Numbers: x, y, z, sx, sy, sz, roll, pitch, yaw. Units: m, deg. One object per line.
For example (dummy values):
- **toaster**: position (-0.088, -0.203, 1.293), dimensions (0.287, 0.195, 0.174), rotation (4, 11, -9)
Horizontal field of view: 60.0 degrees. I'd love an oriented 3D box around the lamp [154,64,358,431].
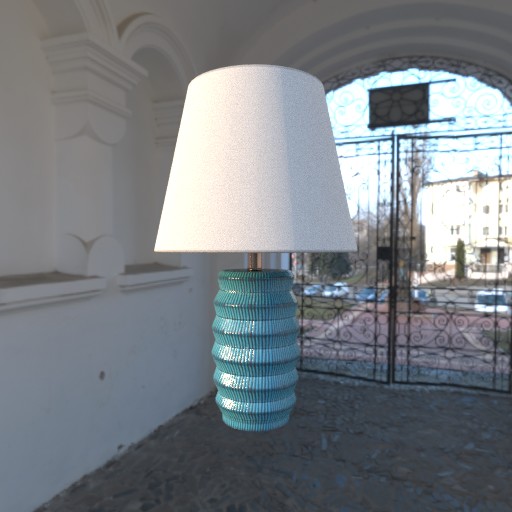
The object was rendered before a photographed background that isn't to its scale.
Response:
- **lamp**: position (0.000, 0.000, 0.792), dimensions (0.355, 0.582, 0.355), rotation (0, 1, 0)
